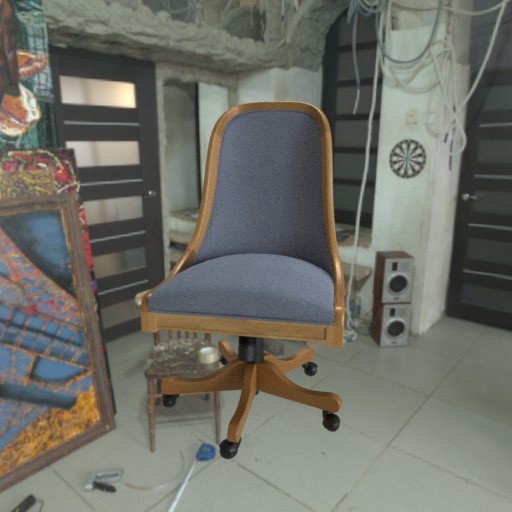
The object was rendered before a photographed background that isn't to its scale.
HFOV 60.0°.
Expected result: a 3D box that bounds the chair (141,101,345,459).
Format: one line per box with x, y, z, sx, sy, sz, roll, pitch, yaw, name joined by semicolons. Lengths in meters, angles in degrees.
0.000;0.000;1.470;0.605;1.031;0.735;3;15;10;chair
